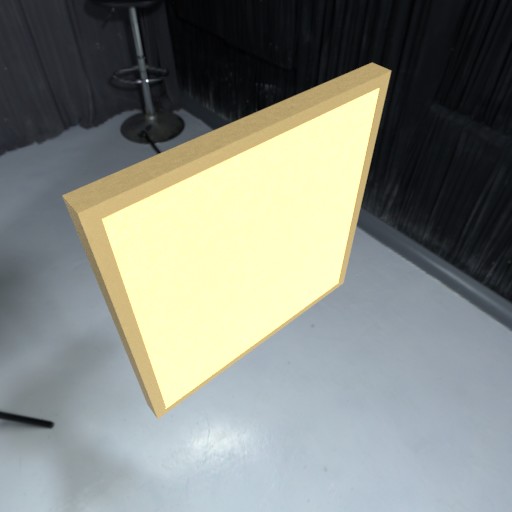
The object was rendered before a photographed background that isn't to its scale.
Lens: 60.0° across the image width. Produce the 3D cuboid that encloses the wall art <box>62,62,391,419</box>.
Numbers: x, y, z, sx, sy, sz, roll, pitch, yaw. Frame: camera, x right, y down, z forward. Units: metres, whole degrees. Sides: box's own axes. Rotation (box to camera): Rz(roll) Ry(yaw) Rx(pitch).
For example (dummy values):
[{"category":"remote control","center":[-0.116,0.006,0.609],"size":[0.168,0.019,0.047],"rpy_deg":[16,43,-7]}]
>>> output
[{"category":"wall art","center":[0.000,0.000,1.919],"size":[1.284,1.284,0.095],"rpy_deg":[-32,54,-26]}]
